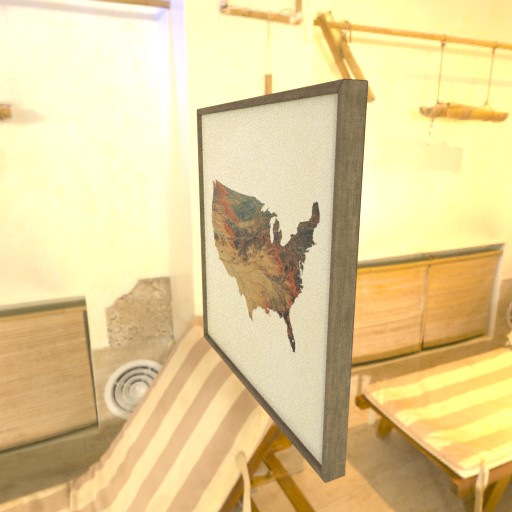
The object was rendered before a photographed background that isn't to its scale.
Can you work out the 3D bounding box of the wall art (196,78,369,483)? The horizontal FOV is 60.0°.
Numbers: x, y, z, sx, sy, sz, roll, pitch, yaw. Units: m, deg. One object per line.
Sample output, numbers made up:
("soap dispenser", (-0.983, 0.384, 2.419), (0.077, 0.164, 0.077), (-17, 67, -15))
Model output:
("wall art", (0.000, 0.000, 1.121), (0.050, 0.751, 0.749), (-7, 16, -24))
